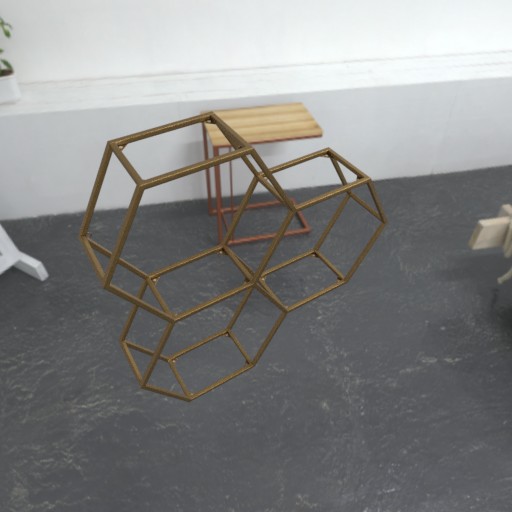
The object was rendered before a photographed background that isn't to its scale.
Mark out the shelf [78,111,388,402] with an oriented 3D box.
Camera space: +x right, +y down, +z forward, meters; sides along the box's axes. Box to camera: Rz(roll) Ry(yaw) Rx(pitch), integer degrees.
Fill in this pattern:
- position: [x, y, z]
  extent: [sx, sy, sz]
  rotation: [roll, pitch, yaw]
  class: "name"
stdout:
- position: [0.000, 0.000, 1.057]
  extent: [0.708, 0.701, 0.150]
  rotation: [-24, 50, -22]
  class: "shelf"
